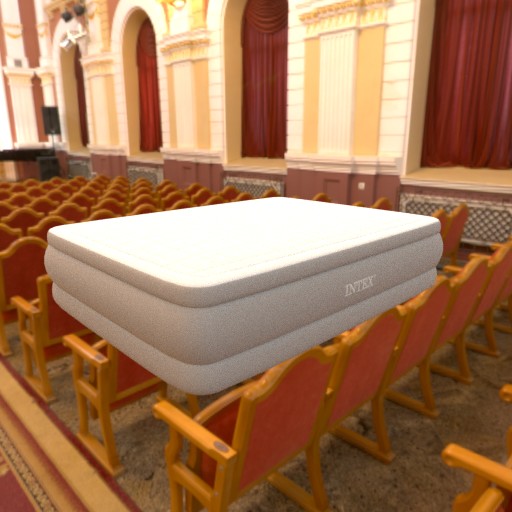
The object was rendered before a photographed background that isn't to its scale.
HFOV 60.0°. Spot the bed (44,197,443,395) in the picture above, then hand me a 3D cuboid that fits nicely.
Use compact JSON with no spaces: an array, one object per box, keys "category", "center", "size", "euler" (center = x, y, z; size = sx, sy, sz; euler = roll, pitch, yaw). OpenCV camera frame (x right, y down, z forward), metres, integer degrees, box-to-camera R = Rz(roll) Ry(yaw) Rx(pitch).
[{"category":"bed","center":[0.000,0.000,2.674],"size":[2.036,0.460,1.520],"euler":[-14,21,-42]}]
